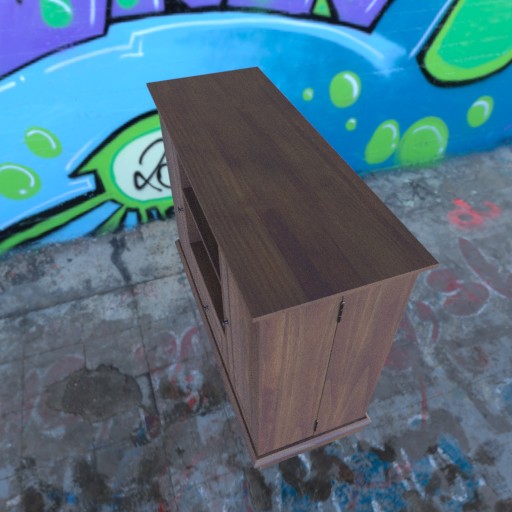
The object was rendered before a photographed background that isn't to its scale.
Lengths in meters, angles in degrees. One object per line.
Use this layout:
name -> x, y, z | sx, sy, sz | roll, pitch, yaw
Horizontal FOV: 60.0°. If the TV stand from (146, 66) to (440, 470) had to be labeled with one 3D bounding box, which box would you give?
TV stand -> 0.000, 0.000, 1.496 | 0.406, 0.813, 1.067 | -15, 47, -14
